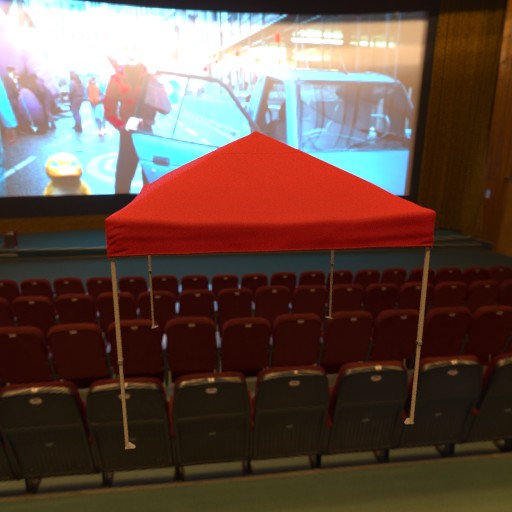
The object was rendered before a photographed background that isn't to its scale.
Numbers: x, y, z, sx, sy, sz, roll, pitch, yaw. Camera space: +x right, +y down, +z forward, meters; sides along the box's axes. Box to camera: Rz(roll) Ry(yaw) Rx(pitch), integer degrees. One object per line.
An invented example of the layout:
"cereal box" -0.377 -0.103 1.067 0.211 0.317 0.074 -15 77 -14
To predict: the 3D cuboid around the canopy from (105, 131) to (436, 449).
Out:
"canopy" 0.000 0.000 5.526 2.996 2.997 2.998 -2 15 -8
